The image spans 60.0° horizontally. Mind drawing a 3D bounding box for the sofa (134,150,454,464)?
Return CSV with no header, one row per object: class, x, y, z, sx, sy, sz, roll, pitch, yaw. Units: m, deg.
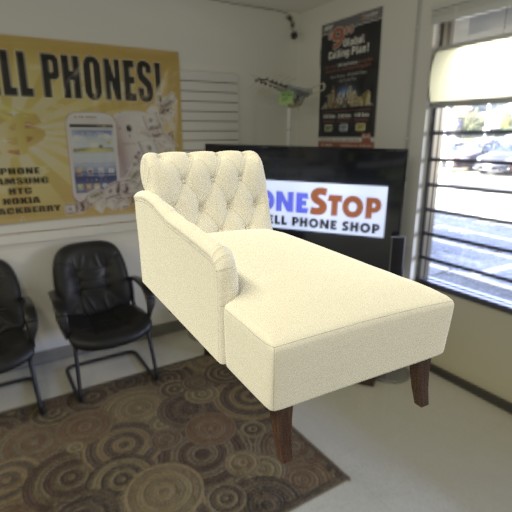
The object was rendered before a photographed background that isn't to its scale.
sofa,0.000,0.000,1.795,0.675,0.787,1.379,-8,18,-28
